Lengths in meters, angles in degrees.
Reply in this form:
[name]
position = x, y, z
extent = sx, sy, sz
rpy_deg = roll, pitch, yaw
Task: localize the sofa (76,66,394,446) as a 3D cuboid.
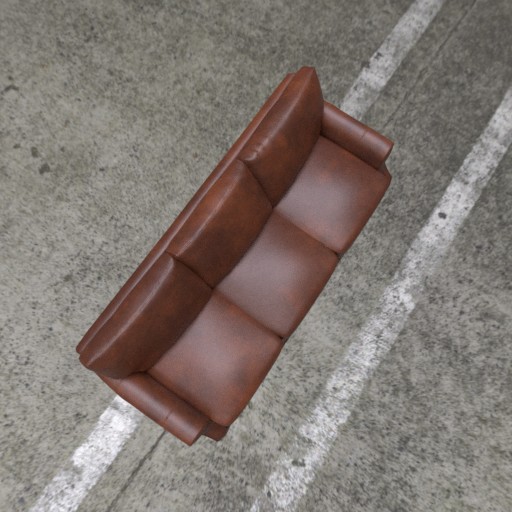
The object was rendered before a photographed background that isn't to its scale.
[sofa]
position = 0.000, 0.000, 2.912
extent = 0.973, 0.977, 2.351
rpy_deg = 34, 78, 8
